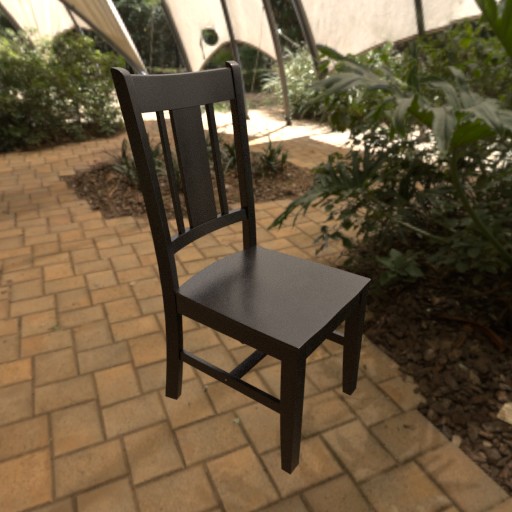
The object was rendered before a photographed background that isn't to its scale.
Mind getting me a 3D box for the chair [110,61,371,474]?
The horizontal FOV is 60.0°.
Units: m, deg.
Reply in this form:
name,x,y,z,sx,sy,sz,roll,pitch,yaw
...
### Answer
name,x,y,z,sx,sy,sz,roll,pitch,yaw
chair,0.000,0.000,1.269,0.555,0.998,0.450,18,31,32
